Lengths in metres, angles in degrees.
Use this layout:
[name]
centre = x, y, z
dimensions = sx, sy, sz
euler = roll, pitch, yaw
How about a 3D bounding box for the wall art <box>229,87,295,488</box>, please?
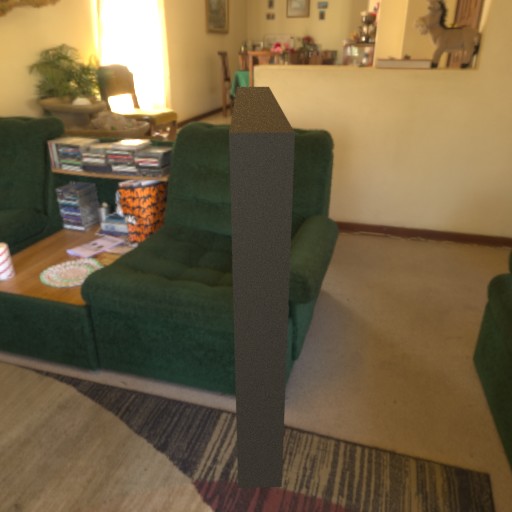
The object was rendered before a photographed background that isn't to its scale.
[wall art]
centre = 0.000, 0.000, 0.459
dimensions = 0.038, 0.304, 0.304
euler = -1, 26, -1
